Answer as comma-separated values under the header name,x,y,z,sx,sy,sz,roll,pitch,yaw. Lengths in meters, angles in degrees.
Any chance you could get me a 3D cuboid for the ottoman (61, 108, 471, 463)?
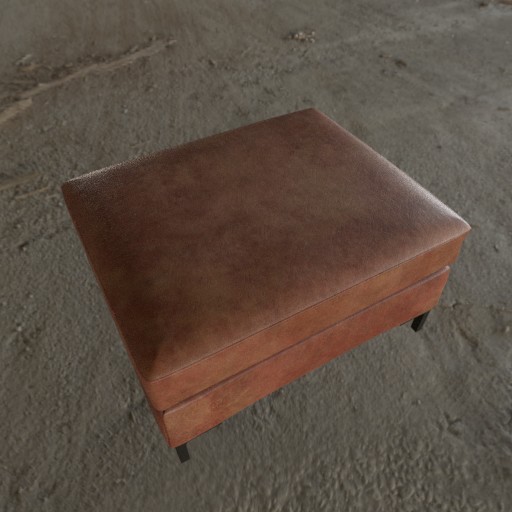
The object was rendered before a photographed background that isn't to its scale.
name,x,y,z,sx,sy,sz,roll,pitch,yaw
ottoman,0.000,0.000,1.780,1.186,0.667,0.965,-22,51,-20
